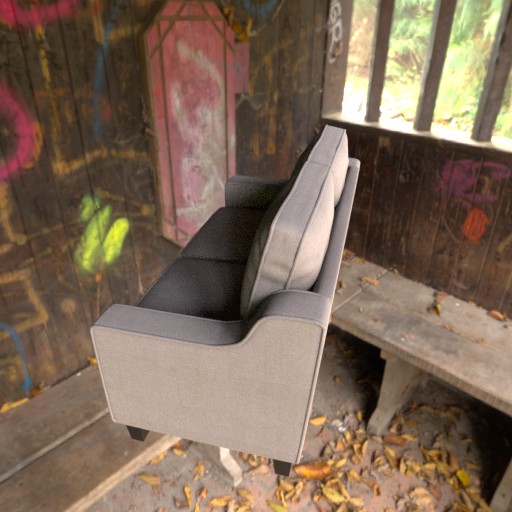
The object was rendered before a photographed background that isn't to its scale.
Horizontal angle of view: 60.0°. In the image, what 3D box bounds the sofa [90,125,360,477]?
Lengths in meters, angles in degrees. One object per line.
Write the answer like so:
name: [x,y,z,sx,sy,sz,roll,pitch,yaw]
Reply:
sofa: [0.000,0.000,2.012,0.791,0.948,1.500,7,30,13]
